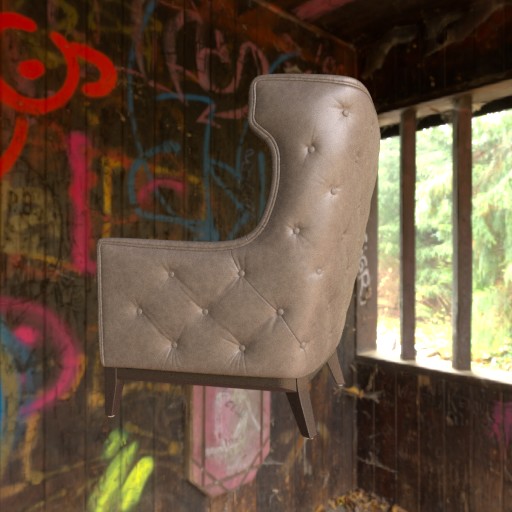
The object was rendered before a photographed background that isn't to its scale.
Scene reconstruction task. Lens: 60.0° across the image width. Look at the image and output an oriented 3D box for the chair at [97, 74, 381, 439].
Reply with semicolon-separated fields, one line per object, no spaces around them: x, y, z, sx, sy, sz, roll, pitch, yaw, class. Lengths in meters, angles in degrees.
0.000;0.000;1.678;0.899;1.079;0.769;0;0;20;chair
